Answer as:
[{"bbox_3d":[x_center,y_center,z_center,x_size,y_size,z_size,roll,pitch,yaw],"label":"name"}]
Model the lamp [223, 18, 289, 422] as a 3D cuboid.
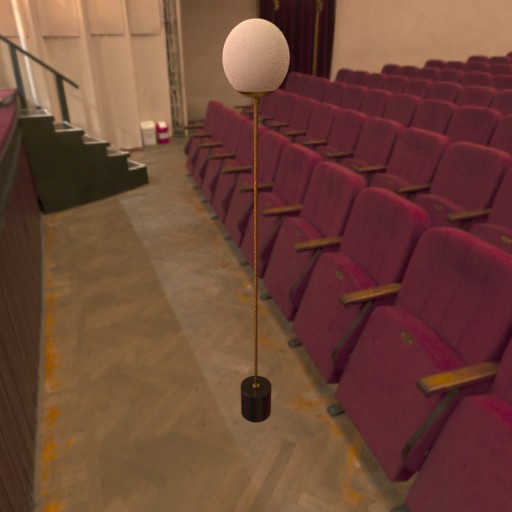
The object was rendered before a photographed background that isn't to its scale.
[{"bbox_3d":[0.000,0.000,1.851,0.229,1.748,0.229,-8,27,-15],"label":"lamp"}]
